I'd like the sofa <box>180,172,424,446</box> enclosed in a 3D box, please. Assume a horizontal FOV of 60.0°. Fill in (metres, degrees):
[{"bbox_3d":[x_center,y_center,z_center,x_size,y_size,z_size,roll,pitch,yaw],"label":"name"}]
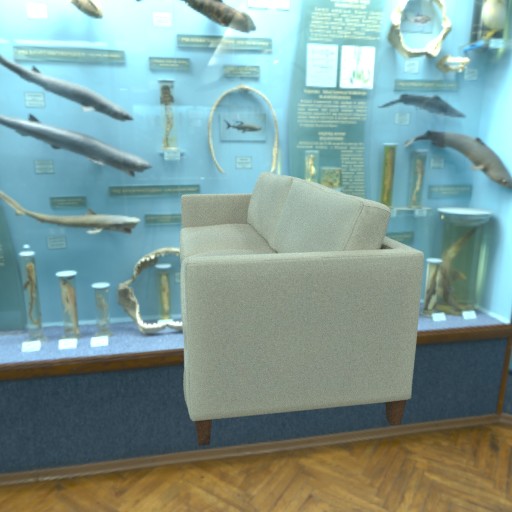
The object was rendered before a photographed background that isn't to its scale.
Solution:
[{"bbox_3d":[0.000,0.000,2.802,0.951,0.968,2.361,-2,14,-9],"label":"sofa"}]
